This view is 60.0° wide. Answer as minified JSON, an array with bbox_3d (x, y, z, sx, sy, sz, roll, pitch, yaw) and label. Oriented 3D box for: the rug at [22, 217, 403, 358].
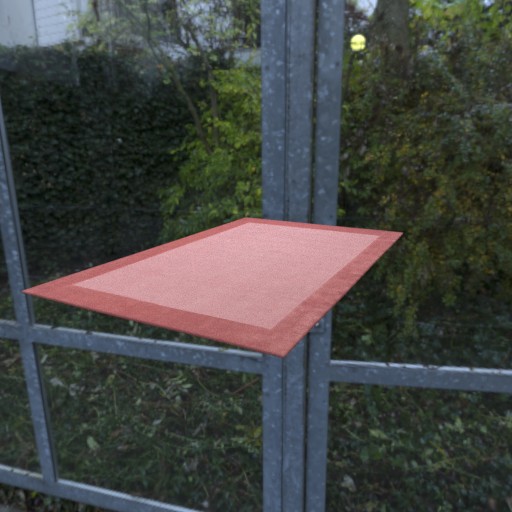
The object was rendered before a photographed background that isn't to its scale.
[{"bbox_3d":[0.000,0.000,3.038,1.524,0.014,2.438,8,17,27],"label":"rug"}]
